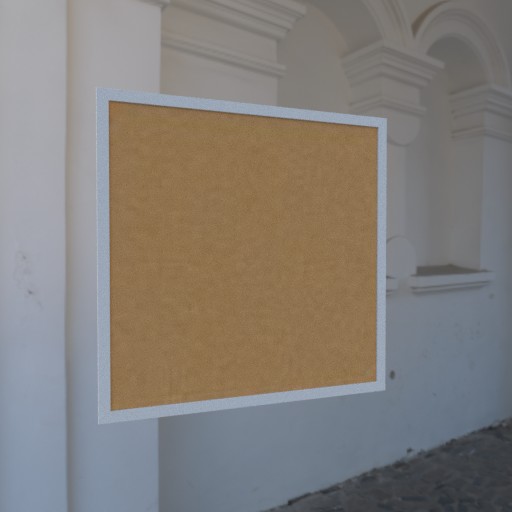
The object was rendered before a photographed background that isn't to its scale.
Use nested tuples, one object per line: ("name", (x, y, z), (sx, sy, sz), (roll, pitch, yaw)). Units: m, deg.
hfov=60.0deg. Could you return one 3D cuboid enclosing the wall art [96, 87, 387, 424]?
("wall art", (0.000, 0.000, 0.678), (0.457, 0.457, 0.012), (0, 1, -19))
